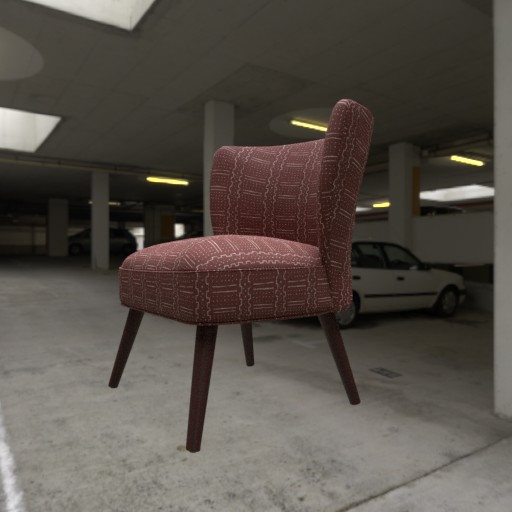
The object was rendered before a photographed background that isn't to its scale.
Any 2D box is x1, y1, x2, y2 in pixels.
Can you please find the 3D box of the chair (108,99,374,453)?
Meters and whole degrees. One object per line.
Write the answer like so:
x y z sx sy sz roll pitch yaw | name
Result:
0.000 0.000 1.413 0.758 0.866 0.706 0 0 -35 | chair
